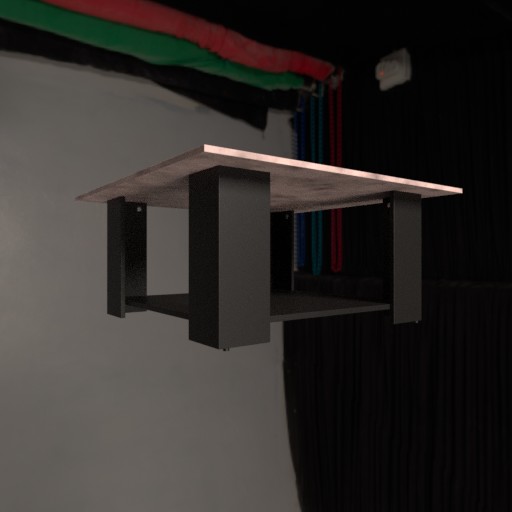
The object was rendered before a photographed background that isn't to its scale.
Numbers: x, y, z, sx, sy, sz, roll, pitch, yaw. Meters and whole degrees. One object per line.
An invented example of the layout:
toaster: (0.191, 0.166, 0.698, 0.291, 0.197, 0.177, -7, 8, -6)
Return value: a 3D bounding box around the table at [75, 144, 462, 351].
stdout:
table: (0.000, 0.000, 1.076, 0.670, 0.305, 0.670, 0, 0, -36)
